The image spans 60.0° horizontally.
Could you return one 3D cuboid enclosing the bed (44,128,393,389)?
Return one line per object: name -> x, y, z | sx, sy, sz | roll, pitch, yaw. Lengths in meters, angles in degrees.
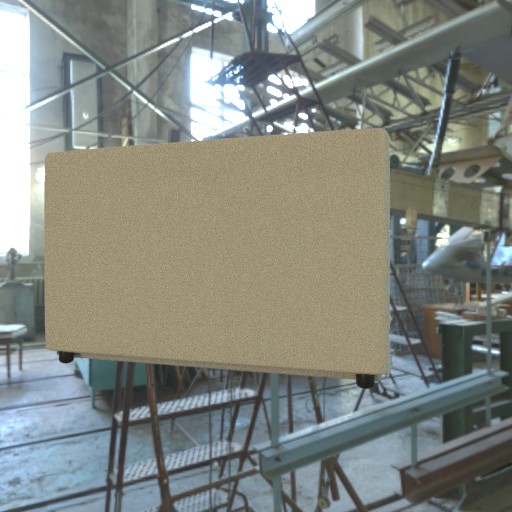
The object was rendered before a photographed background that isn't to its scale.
bed -> 0.000, 0.000, 3.553 | 2.119, 1.317, 2.341 | 0, 1, 16
